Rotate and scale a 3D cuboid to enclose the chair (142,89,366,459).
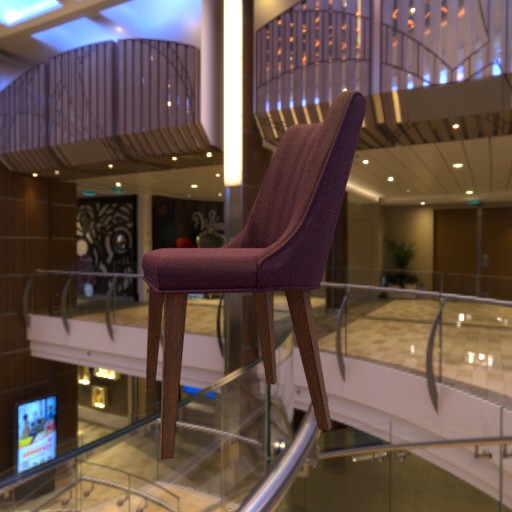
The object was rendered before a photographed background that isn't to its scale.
[{"bbox_3d":[0.000,0.000,1.336,0.638,0.916,0.548,0,1,-18],"label":"chair"}]
